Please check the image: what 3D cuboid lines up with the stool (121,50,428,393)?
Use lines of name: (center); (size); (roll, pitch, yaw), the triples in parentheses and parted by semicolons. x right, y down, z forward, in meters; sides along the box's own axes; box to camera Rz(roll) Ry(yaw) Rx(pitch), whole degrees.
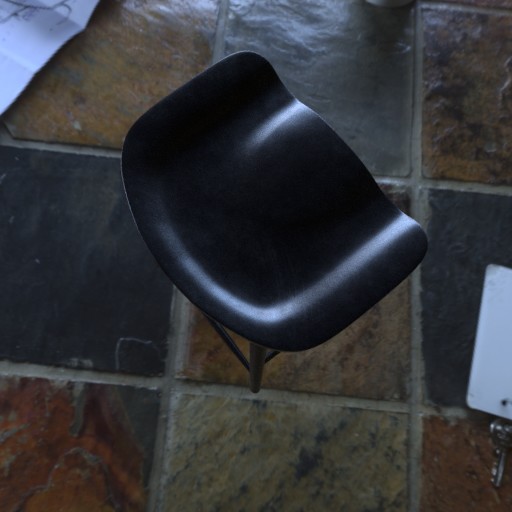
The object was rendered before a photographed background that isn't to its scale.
stool: (0.000, 0.000, 0.879); (0.361, 0.615, 0.440); (-38, 79, -9)
